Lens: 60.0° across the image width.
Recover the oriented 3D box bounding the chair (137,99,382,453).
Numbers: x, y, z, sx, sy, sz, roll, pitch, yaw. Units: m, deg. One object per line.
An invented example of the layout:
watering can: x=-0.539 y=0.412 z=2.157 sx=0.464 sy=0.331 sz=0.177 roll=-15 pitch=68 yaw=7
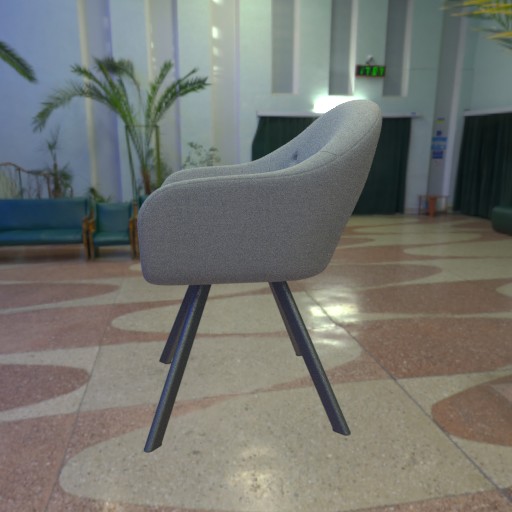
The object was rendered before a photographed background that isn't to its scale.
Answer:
chair: x=0.000 y=0.000 z=1.161 sx=0.570 sy=0.780 sz=0.540 roll=-2 pitch=13 yaw=-7
